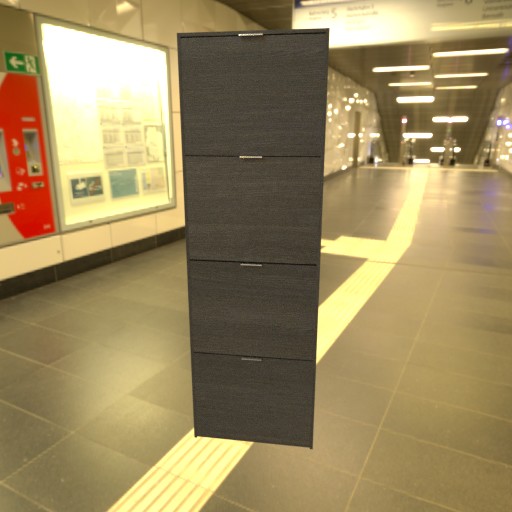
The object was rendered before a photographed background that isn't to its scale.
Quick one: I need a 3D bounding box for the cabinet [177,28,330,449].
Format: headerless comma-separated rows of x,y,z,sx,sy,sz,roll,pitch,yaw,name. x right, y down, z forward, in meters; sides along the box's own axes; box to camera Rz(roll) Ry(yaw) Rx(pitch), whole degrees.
0.000,0.000,1.807,0.520,1.630,0.255,2,16,8,cabinet
